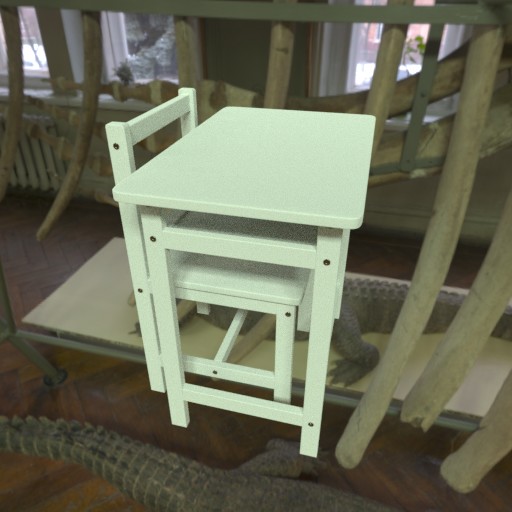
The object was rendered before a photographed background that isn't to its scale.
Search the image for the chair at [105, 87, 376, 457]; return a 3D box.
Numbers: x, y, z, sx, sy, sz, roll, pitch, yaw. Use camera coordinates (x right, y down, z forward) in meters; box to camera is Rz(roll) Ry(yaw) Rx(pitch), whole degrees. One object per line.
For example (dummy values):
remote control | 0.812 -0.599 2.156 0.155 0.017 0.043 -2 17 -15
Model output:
chair | 0.000 0.000 1.046 0.461 0.673 0.599 8 32 13
